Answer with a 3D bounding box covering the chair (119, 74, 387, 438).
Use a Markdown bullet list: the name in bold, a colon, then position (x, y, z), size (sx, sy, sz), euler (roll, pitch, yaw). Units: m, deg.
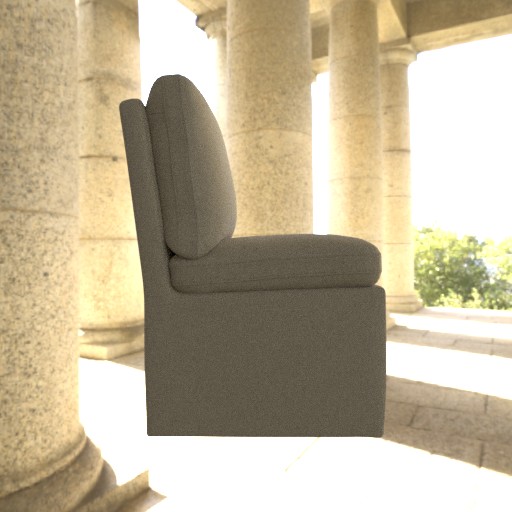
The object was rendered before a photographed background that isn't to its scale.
- **chair**: position (0.000, 0.000, 1.350), size (0.698, 0.927, 0.503), euler (0, 0, 0)
